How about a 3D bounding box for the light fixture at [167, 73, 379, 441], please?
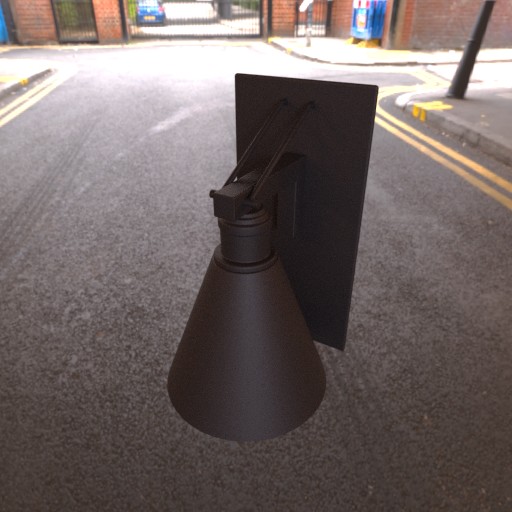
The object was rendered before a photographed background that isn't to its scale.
[{"bbox_3d":[0.000,0.000,0.424,0.170,0.298,0.207,17,34,27],"label":"light fixture"}]
